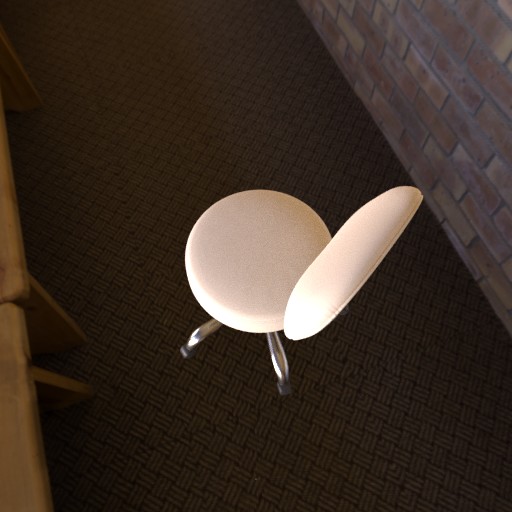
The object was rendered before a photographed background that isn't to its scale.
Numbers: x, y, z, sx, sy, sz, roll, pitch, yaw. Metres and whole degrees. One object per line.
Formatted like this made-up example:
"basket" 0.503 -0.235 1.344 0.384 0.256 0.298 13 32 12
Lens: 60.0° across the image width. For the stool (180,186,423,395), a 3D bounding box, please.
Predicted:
"stool" 0.000 0.000 1.252 0.616 0.810 0.609 35 68 16
